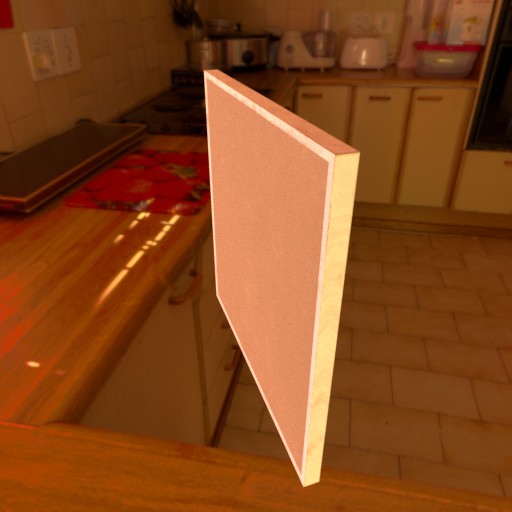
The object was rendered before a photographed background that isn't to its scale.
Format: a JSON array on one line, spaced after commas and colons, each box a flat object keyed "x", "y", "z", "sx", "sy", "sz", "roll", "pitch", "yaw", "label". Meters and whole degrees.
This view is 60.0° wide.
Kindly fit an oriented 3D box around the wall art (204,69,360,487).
[{"x": 0.000, "y": 0.000, "z": 1.102, "sx": 0.038, "sy": 0.757, "sz": 0.760, "roll": -10, "pitch": 33, "yaw": -16, "label": "wall art"}]
